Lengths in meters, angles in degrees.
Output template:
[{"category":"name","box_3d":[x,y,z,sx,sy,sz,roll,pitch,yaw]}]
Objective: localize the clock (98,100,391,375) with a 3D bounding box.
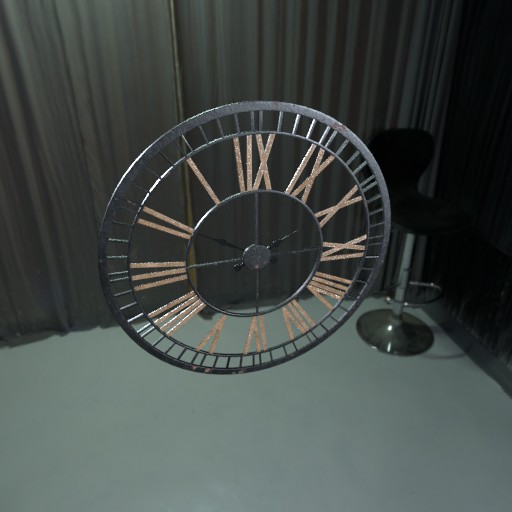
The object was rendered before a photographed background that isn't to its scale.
[{"category":"clock","box_3d":[0.000,0.000,1.256,0.843,0.843,0.025,-8,30,-15]}]
